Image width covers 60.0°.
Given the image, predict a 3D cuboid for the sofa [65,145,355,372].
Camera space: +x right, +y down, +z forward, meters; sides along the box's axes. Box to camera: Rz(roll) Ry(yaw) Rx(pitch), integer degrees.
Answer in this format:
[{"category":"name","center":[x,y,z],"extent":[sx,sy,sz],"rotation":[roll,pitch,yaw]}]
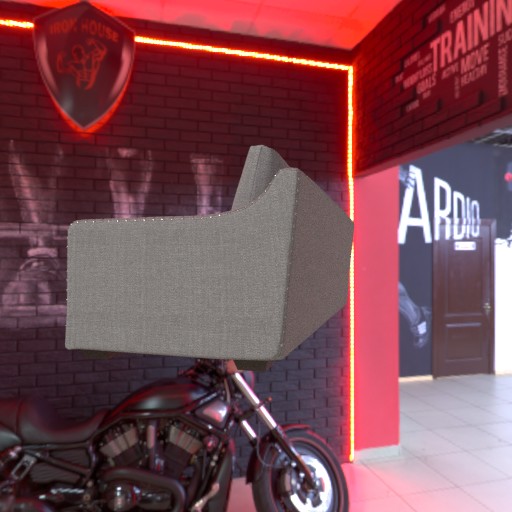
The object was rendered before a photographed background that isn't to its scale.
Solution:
[{"category":"sofa","center":[0.000,0.000,2.701],"extent":[1.000,0.857,2.208],"rotation":[0,-1,17]}]
